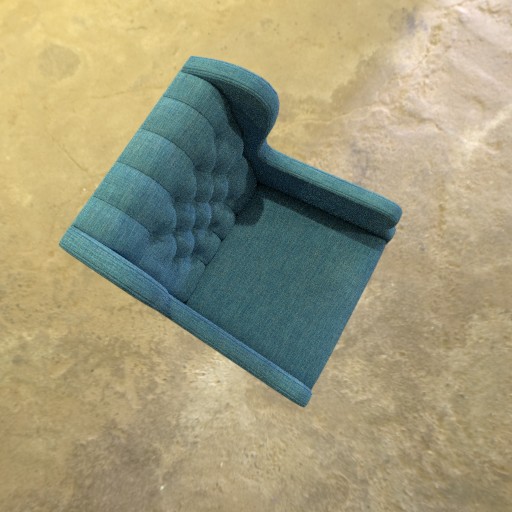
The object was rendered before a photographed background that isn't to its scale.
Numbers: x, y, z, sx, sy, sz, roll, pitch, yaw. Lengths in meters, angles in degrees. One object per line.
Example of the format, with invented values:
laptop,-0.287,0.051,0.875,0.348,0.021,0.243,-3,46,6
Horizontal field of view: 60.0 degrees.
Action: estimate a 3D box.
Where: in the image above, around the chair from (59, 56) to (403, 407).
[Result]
chair,0.000,0.000,1.514,0.775,0.952,0.711,29,77,7
